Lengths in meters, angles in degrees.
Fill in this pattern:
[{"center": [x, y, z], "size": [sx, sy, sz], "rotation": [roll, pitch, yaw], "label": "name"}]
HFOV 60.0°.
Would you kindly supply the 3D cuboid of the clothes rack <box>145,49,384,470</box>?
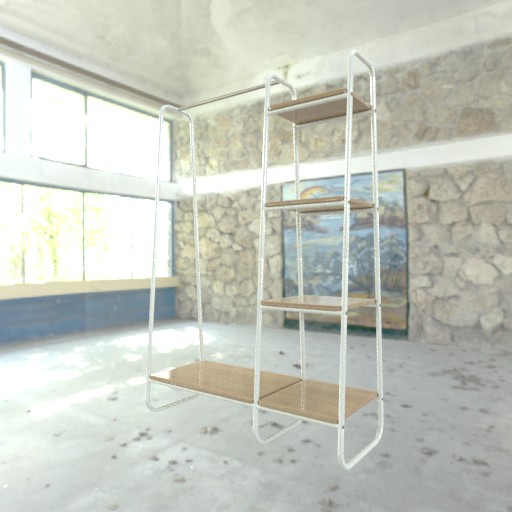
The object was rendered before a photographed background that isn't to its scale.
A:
[{"center": [0.000, 0.000, 1.952], "size": [1.011, 1.500, 0.400], "rotation": [0, 0, 36], "label": "clothes rack"}]
